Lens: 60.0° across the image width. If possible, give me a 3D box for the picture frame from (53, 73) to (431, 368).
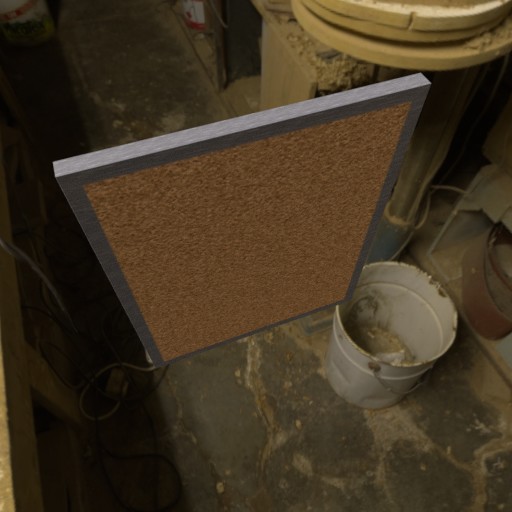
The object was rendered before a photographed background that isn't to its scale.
[{"bbox_3d":[0.000,0.000,0.741,0.454,0.559,0.029,-17,57,-12],"label":"picture frame"}]
